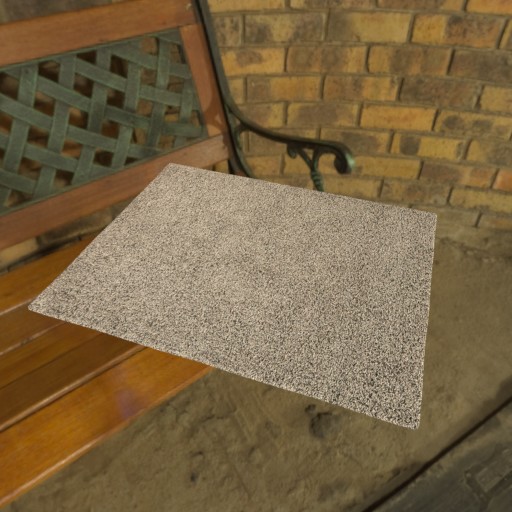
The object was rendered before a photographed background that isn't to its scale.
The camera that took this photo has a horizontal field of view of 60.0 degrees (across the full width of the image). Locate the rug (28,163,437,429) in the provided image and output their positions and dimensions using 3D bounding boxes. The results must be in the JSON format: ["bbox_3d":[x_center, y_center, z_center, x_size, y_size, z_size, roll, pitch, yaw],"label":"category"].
[{"bbox_3d":[0.000,0.000,4.036,3.047,0.029,2.438,13,43,15],"label":"rug"}]
